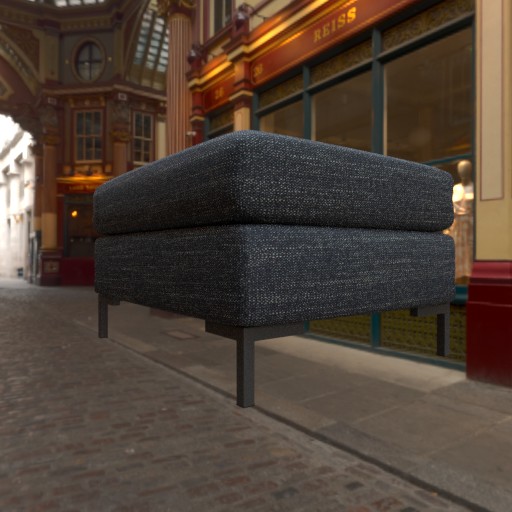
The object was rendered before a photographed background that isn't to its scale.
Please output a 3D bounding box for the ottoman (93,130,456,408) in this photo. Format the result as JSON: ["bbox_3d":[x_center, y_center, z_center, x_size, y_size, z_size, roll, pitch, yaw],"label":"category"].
[{"bbox_3d":[0.000,0.000,1.209,0.667,0.491,0.814,0,0,-37],"label":"ottoman"}]
